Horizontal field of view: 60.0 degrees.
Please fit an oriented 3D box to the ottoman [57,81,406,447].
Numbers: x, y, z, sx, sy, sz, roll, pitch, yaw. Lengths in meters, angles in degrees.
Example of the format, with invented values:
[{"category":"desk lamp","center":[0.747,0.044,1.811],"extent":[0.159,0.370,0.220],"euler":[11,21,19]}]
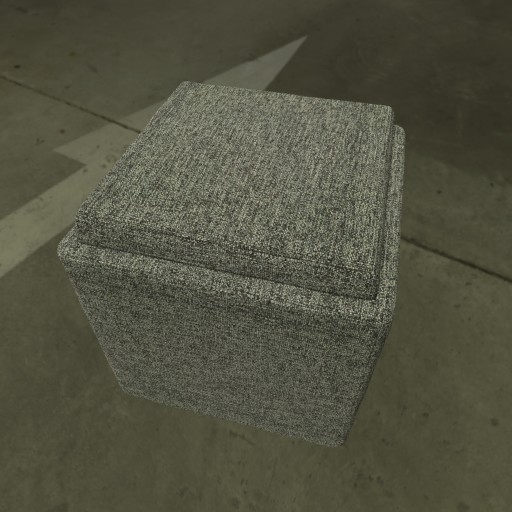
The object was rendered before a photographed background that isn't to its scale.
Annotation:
[{"category":"ottoman","center":[0.000,0.000,0.815],"extent":[0.450,0.463,0.450],"euler":[11,48,10]}]
